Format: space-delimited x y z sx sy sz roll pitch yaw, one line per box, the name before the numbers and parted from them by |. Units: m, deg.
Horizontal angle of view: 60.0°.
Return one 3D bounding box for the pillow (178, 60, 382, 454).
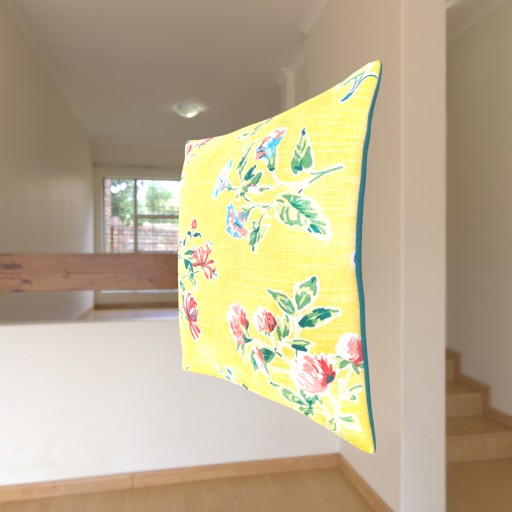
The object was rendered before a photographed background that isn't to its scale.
pillow | 0.000 0.000 0.778 0.166 0.508 0.525 0 1 -37
